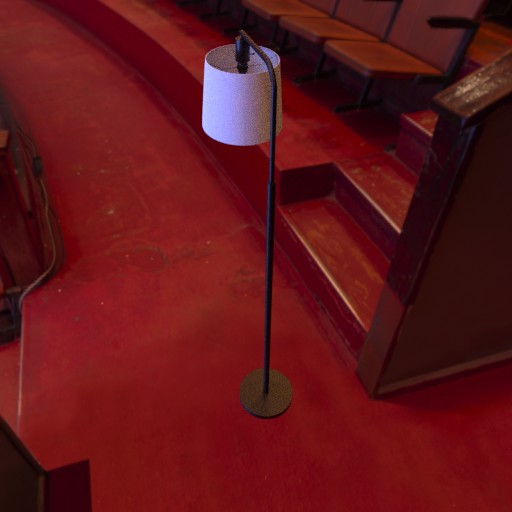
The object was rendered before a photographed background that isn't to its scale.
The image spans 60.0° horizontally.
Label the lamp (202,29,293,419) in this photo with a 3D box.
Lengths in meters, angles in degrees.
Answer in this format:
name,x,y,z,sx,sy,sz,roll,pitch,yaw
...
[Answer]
name,x,y,z,sx,sy,sz,roll,pitch,yaw
lamp,0.000,0.000,1.632,0.254,1.478,0.508,-14,43,-15
